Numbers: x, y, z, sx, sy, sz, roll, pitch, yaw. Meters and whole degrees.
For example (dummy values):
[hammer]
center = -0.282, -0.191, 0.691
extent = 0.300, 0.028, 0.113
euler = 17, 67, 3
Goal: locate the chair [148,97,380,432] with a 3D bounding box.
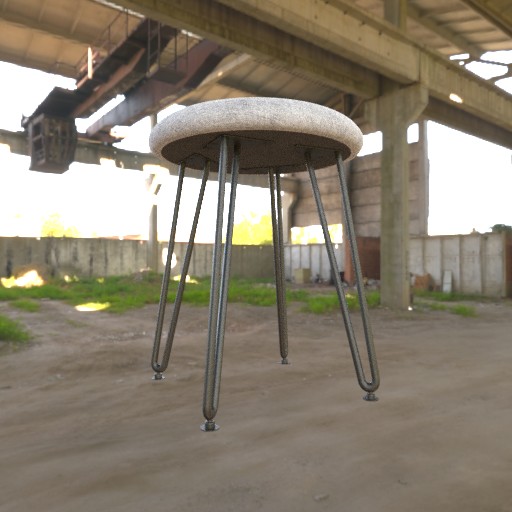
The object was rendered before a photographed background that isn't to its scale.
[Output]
[chair]
center = 0.000, 0.000, 0.650
extent = 0.350, 0.386, 0.350
euler = 0, 0, 18
